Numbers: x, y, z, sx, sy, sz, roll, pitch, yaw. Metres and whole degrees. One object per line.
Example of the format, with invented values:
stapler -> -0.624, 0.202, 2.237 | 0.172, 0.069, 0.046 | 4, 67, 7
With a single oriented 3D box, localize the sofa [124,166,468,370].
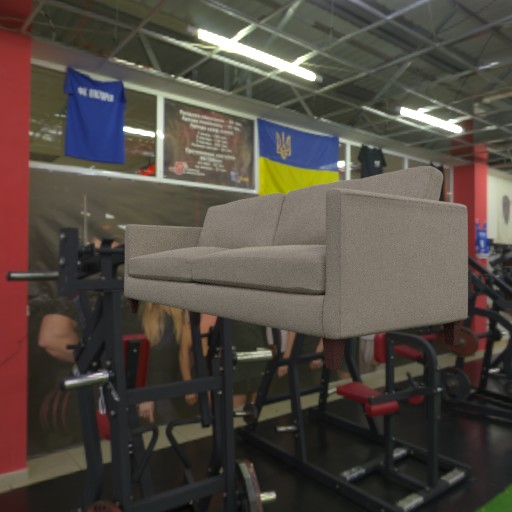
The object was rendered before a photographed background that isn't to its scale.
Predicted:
sofa -> 0.000, 0.000, 2.929 | 0.988, 0.912, 2.404 | 0, 0, -36
